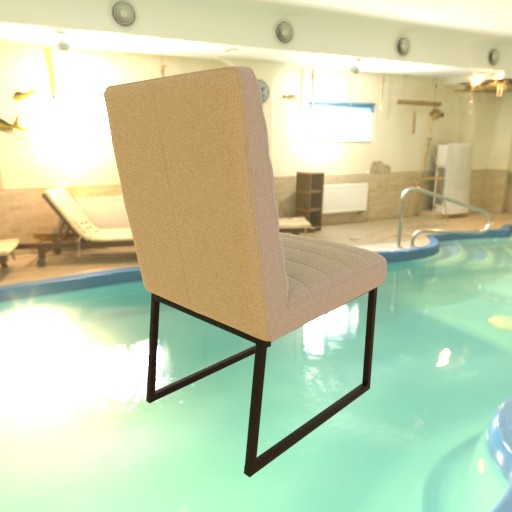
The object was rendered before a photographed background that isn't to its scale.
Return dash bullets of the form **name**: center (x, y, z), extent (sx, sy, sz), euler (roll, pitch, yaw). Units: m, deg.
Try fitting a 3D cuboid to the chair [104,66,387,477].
- **chair**: center (0.000, 0.000, 1.288), extent (0.520, 0.930, 0.634), euler (14, 20, 43)
